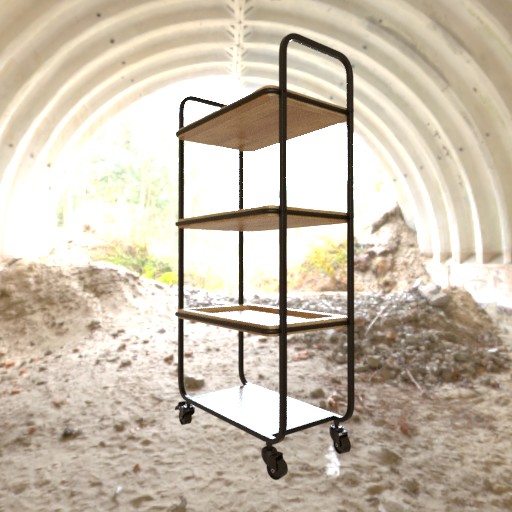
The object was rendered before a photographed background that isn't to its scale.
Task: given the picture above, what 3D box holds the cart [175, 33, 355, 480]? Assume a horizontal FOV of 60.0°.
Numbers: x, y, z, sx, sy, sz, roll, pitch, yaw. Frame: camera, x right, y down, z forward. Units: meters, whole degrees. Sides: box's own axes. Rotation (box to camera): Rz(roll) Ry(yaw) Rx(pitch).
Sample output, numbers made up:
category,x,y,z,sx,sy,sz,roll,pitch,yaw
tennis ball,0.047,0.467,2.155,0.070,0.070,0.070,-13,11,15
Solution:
category,x,y,z,sx,sy,sz,roll,pitch,yaw
cart,0.000,0.000,1.338,0.321,1.080,0.545,1,-1,-38
